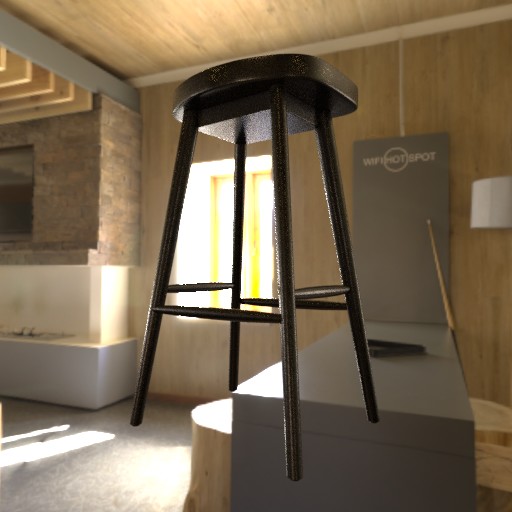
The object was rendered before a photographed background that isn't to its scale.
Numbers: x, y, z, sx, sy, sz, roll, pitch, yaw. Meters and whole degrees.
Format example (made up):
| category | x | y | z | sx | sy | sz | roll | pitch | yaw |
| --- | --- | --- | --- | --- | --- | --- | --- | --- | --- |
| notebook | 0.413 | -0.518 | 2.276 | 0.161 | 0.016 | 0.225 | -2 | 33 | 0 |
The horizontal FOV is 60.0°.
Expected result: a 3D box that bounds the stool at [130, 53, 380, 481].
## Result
| category | x | y | z | sx | sy | sz | roll | pitch | yaw |
| --- | --- | --- | --- | --- | --- | --- | --- | --- | --- |
| stool | 0.000 | 0.000 | 0.998 | 0.440 | 0.749 | 0.361 | -1 | -2 | 37 |
